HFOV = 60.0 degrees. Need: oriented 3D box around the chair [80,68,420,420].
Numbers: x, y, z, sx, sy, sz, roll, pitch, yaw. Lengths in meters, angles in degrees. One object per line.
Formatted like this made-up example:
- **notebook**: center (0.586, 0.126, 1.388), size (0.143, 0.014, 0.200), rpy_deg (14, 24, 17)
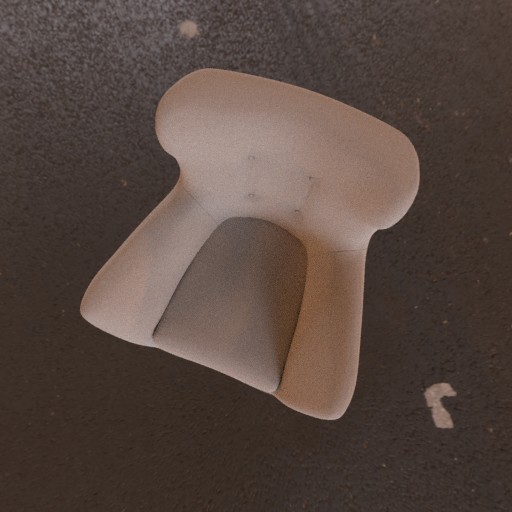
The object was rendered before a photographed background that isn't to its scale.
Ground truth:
- **chair**: center (0.000, 0.000, 1.607), size (0.890, 0.889, 0.889), rpy_deg (21, 75, 6)
